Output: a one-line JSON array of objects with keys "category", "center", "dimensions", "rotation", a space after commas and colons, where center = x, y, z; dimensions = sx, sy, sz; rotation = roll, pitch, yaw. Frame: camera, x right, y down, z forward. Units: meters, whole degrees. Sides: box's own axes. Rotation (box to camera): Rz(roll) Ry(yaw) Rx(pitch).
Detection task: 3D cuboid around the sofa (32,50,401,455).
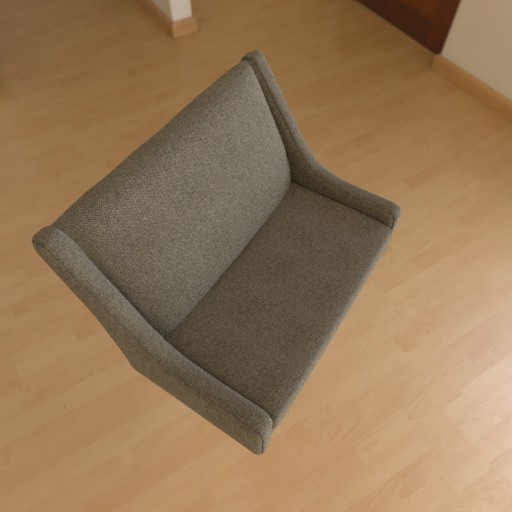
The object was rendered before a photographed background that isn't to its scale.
[{"category": "sofa", "center": [0.000, 0.000, 1.893], "dimensions": [0.870, 1.021, 1.242], "rotation": [28, 60, 18]}]
